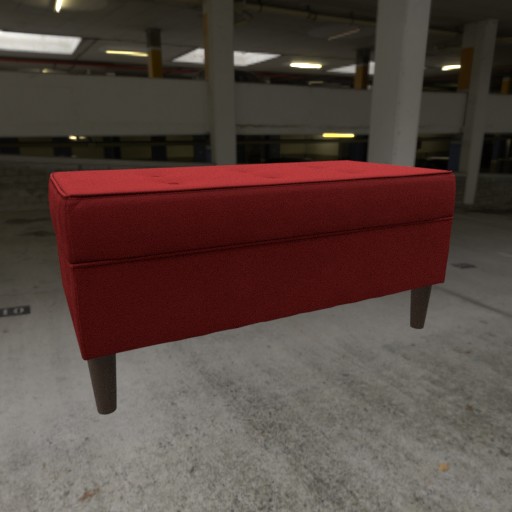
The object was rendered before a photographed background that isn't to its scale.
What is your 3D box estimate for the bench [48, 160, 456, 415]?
[{"bbox_3d":[0.000,0.000,1.251,1.016,0.471,0.492,-8,18,-26],"label":"bench"}]
